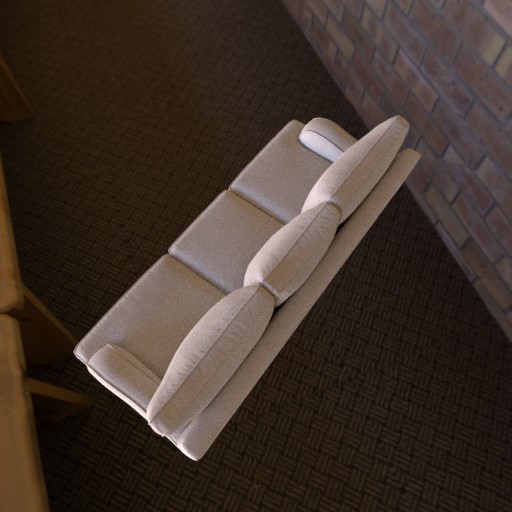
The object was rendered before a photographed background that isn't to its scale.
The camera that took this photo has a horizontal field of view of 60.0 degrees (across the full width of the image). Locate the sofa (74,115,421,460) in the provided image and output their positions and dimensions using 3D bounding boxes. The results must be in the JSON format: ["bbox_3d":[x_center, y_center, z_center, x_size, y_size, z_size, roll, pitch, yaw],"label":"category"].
[{"bbox_3d":[0.000,0.000,2.863,1.016,0.991,2.323,34,67,16],"label":"sofa"}]
